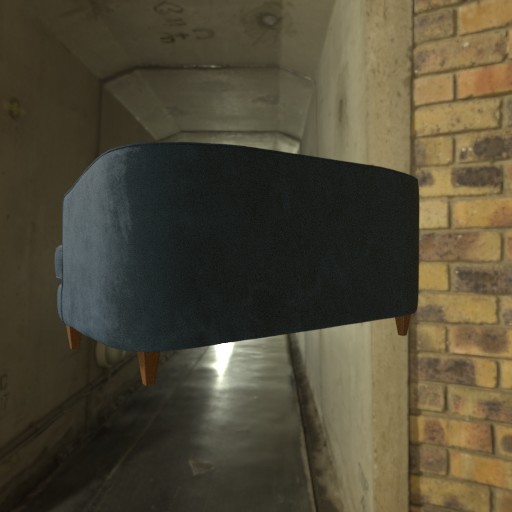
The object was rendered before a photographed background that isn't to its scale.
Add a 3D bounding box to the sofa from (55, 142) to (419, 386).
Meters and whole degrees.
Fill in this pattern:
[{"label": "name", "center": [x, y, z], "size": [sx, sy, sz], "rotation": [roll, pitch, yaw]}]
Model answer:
[{"label": "sofa", "center": [0.000, 0.000, 2.232], "size": [1.733, 0.854, 0.941], "rotation": [-1, 2, -35]}]
